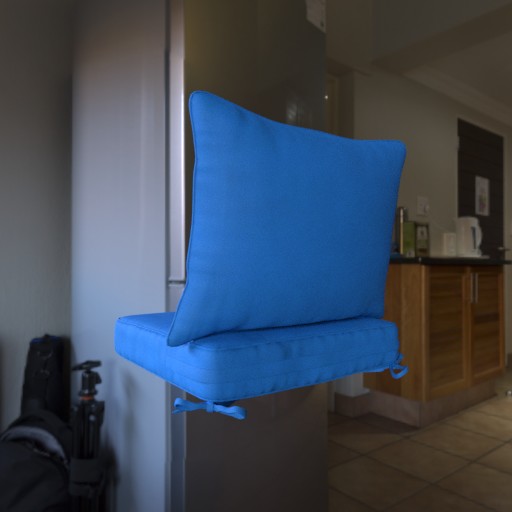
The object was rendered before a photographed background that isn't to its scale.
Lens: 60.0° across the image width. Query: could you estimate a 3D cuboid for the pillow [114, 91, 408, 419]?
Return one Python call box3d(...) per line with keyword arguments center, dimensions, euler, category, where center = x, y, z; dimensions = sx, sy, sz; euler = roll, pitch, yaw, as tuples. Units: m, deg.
box3d(center=(0.000, 0.000, 1.409), dimensions=(0.798, 0.725, 0.733), euler=(0, 0, -36), category="pillow")
